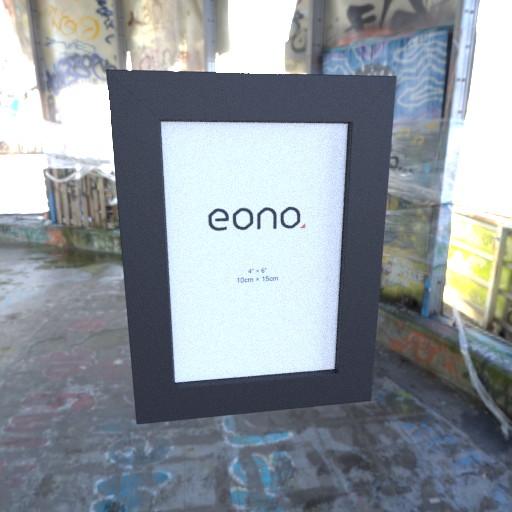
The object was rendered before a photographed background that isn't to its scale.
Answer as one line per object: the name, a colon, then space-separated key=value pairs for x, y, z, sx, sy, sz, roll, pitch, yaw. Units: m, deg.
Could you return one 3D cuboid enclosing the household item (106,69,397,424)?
household item: x=0.000 y=0.000 z=0.233 sx=0.133 sy=0.178 sz=0.022 roll=-3 pitch=16 yaw=-9
